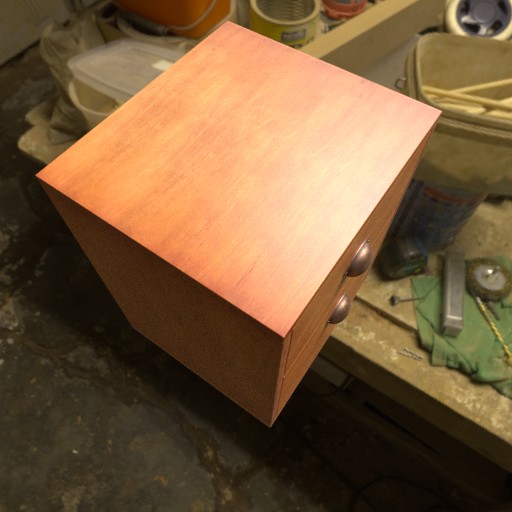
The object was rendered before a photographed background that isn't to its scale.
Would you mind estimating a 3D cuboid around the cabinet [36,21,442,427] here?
[{"bbox_3d":[0.000,0.000,0.840,0.401,0.579,0.409,31,64,17],"label":"cabinet"}]
